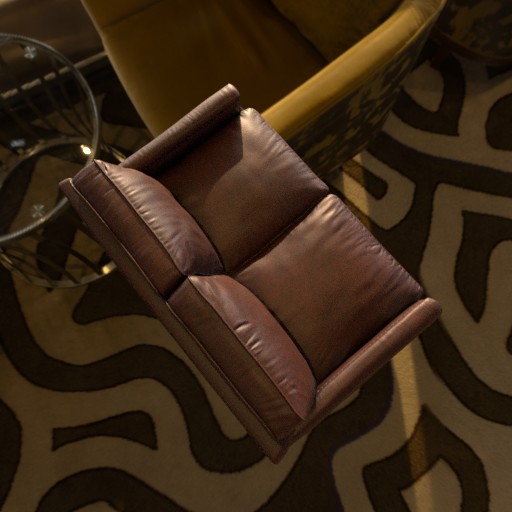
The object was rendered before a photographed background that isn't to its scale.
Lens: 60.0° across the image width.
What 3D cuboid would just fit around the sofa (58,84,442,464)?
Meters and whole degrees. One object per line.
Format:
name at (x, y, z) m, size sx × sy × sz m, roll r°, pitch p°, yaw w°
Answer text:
sofa at (0.000, 0.000, 2.248) m, size 1.083 × 1.003 × 1.628 m, roll -39°, pitch 79°, yaw -9°
